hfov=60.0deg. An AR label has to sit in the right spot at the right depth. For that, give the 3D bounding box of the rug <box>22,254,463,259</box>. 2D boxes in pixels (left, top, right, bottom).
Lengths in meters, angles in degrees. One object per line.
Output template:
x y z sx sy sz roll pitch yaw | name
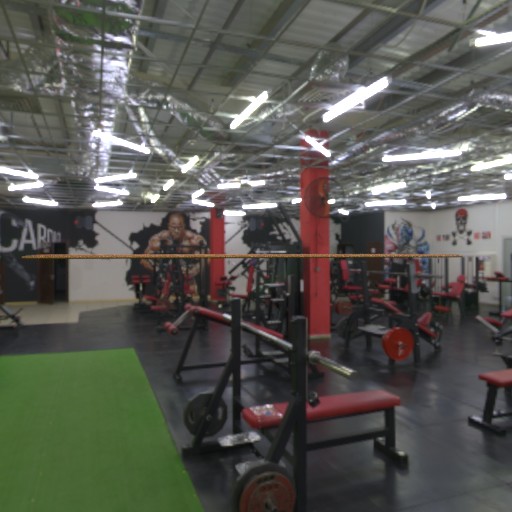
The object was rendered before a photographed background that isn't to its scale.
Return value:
0.000 0.000 2.017 1.820 0.013 0.556 0 0 -18 | rug
